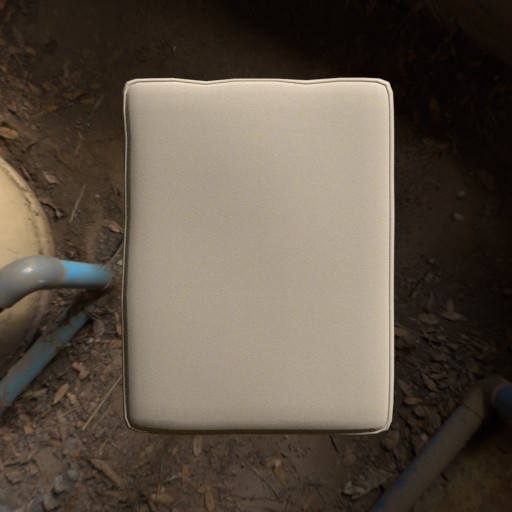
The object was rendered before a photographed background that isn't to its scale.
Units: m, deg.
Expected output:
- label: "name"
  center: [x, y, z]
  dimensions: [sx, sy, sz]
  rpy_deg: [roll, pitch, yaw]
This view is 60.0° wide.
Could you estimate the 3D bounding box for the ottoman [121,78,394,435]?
- label: "ottoman"
  center: [0.000, 0.000, 1.184]
  dimensions: [0.634, 0.485, 0.818]
  rpy_deg: [0, 90, 0]
